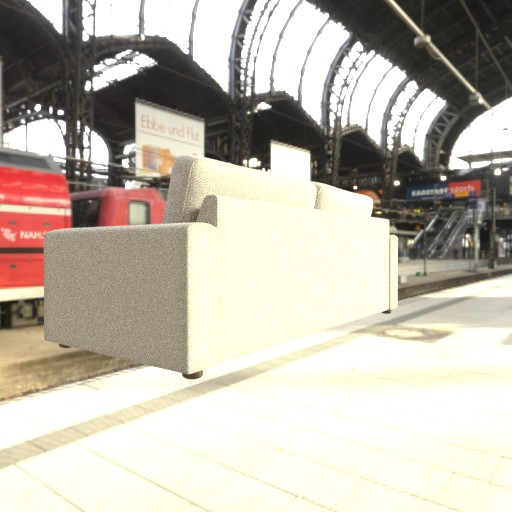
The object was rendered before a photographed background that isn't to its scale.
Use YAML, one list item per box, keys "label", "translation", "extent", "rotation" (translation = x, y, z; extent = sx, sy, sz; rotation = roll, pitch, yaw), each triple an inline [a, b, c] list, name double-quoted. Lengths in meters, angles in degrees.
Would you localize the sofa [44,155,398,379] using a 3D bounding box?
- label: "sofa"
  translation: [0.000, 0.000, 2.715]
  extent: [1.016, 0.873, 2.179]
  rotation: [1, 1, 37]
